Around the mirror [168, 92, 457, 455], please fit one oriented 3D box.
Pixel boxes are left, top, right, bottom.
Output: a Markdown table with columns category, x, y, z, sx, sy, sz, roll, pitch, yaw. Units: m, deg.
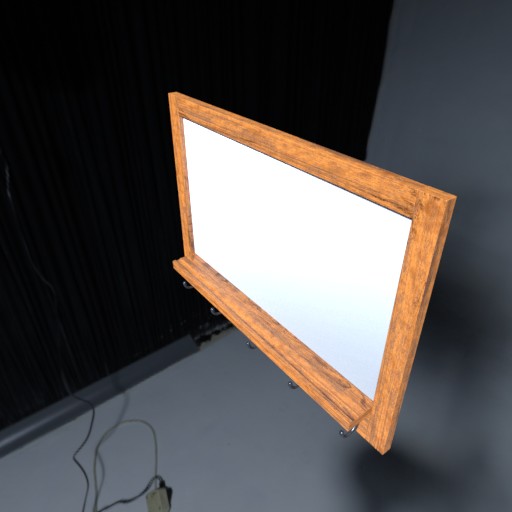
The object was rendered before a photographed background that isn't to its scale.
| category | x | y | z | sx | sy | sz | roll | pitch | yaw |
| --- | --- | --- | --- | --- | --- | --- | --- | --- | --- |
| mirror | 0.000 | 0.000 | 0.953 | 0.084 | 0.537 | 0.758 | -22 | 38 | -30 |
